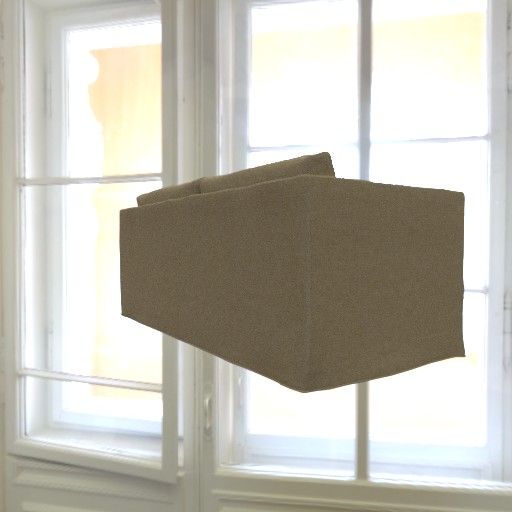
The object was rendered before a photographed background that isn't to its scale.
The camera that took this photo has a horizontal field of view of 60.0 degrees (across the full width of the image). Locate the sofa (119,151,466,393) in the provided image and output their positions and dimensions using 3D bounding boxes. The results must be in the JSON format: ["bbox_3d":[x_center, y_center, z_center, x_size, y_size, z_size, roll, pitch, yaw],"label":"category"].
[{"bbox_3d":[0.000,0.000,2.490,0.956,0.847,1.987,-1,2,-35],"label":"sofa"}]
